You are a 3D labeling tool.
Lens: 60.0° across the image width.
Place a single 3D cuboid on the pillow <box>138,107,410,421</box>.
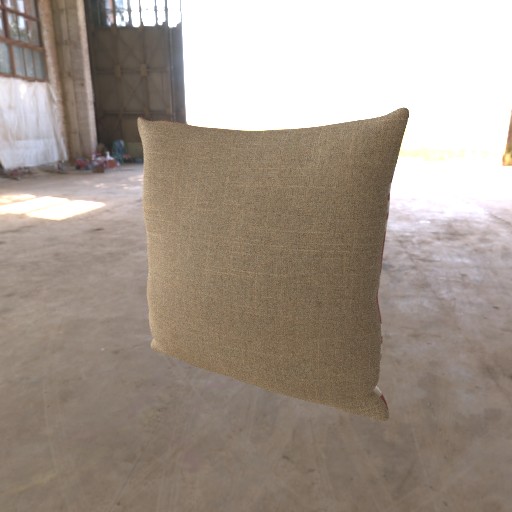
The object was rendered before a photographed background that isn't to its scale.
[{"bbox_3d":[0.000,0.000,0.681,0.439,0.427,0.182,9,18,28],"label":"pillow"}]
